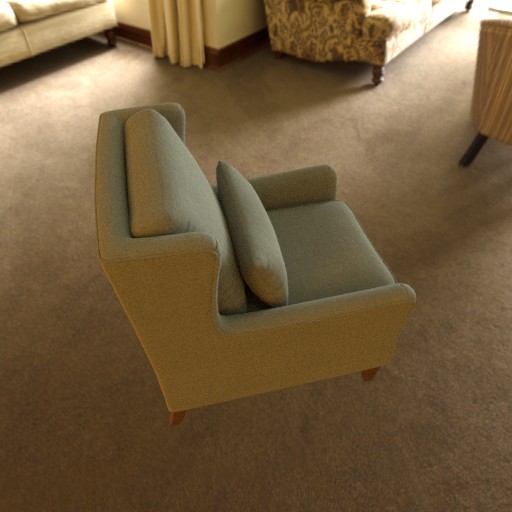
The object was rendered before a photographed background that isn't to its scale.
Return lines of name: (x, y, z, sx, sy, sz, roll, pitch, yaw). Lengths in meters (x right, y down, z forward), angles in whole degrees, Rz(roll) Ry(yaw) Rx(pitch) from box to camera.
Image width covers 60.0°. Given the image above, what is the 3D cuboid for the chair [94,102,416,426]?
chair: (0.000, 0.000, 1.818, 1.040, 1.056, 0.866, -10, 46, -10)
